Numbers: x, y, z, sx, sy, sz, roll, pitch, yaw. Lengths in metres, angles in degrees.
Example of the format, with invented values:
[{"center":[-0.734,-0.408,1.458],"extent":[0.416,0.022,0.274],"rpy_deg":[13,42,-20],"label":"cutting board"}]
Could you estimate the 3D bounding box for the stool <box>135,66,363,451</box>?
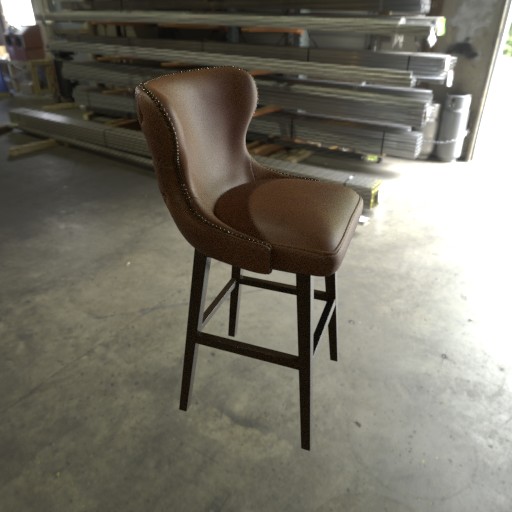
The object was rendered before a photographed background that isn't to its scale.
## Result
[{"center":[0.000,0.000,1.445],"extent":[0.606,1.087,0.591],"rpy_deg":[10,31,18],"label":"stool"}]
